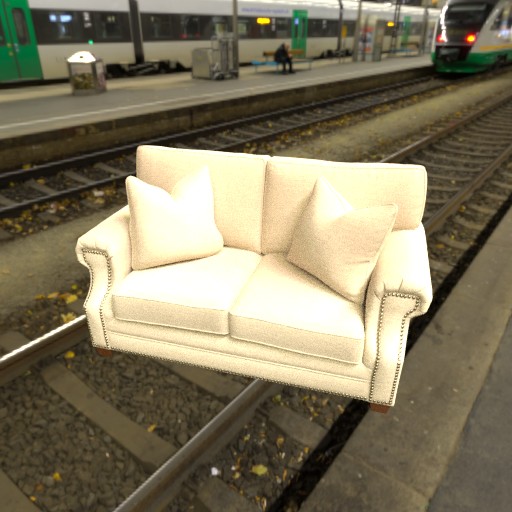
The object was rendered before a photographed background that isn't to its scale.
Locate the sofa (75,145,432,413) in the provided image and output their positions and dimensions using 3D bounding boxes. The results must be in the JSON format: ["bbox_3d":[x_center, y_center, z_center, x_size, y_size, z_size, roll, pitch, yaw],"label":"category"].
[{"bbox_3d":[0.000,0.000,2.353,1.701,0.966,0.966,7,28,14],"label":"sofa"}]
